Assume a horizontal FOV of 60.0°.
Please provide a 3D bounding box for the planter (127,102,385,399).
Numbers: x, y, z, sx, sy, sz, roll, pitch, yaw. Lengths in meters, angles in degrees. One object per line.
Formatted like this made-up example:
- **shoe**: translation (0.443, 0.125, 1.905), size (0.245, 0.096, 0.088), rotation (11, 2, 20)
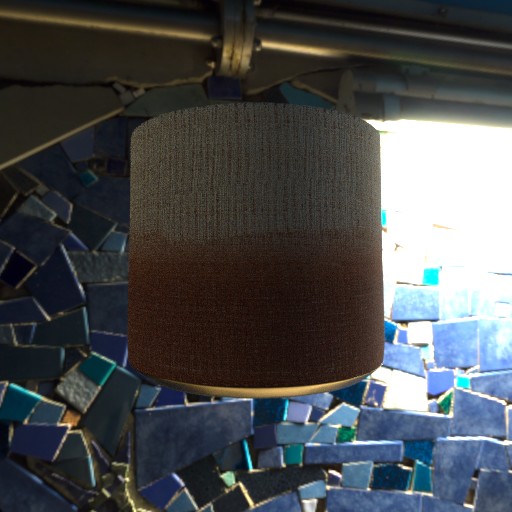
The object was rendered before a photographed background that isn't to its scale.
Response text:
- **planter**: translation (0.000, 0.000, 0.397), size (0.221, 0.201, 0.221), rotation (0, -1, 0)
